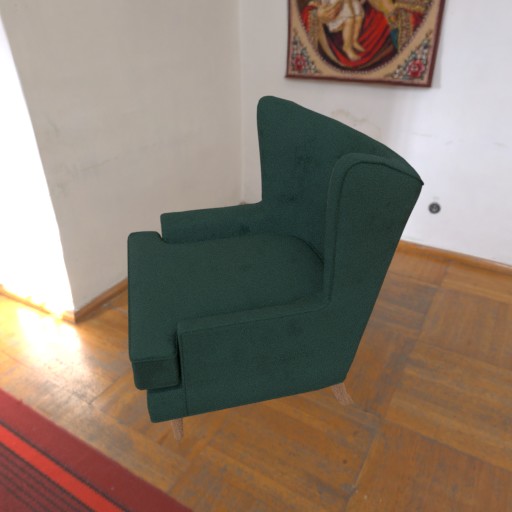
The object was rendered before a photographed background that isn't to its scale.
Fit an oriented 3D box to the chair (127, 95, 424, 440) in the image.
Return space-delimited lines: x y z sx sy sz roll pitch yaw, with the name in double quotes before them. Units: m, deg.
"chair" 0.000 0.000 1.591 0.910 0.952 0.793 -7 32 -12
